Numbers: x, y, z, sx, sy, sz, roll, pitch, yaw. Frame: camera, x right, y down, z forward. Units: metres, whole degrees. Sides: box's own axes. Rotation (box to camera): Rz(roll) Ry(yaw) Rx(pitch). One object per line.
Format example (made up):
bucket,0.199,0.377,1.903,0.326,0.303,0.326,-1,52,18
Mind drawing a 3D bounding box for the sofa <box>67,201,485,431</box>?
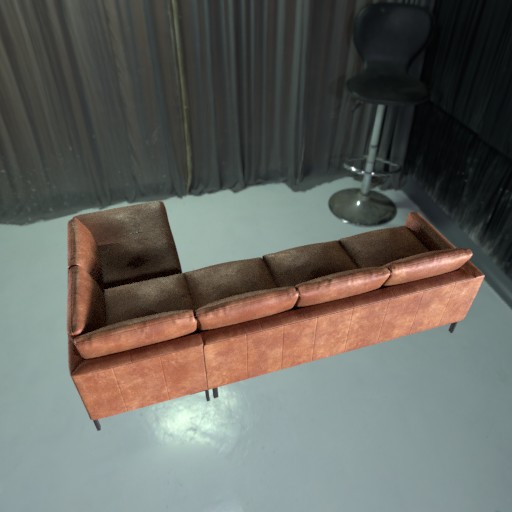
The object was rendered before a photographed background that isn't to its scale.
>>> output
sofa,0.000,0.000,3.782,2.984,0.877,1.938,-12,42,-13
